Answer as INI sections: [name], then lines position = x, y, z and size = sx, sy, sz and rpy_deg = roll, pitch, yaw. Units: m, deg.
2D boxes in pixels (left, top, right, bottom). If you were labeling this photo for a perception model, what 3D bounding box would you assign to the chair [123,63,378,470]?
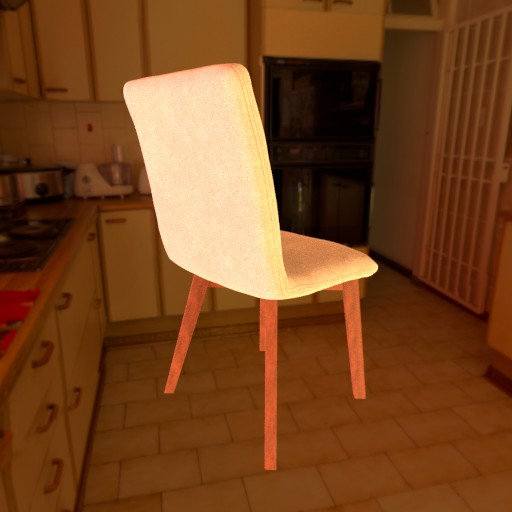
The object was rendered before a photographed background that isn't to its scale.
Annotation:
[chair]
position = 0.000, 0.000, 1.304
size = 0.563, 0.974, 0.522
rpy_deg = -15, 22, -42
